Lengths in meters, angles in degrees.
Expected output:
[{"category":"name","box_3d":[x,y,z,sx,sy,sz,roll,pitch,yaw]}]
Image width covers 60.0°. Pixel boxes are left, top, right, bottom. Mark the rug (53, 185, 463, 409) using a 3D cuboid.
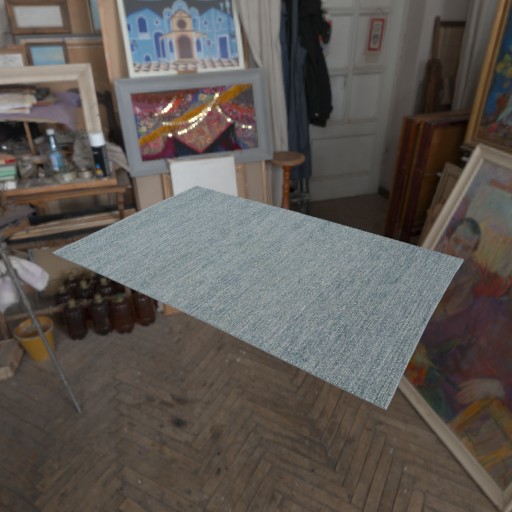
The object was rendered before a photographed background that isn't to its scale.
[{"category":"rug","box_3d":[0.000,0.000,2.345,1.853,0.022,1.174,19,36,29]}]
